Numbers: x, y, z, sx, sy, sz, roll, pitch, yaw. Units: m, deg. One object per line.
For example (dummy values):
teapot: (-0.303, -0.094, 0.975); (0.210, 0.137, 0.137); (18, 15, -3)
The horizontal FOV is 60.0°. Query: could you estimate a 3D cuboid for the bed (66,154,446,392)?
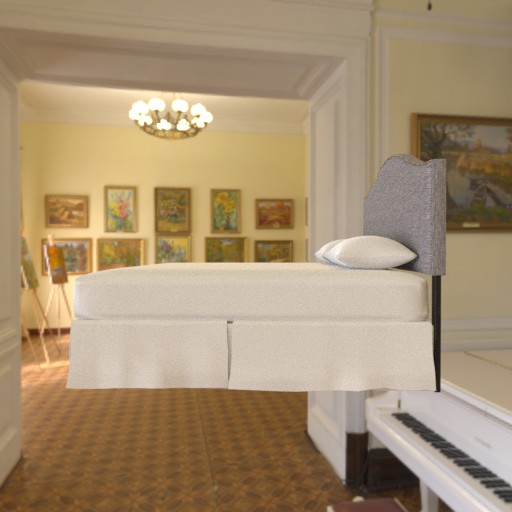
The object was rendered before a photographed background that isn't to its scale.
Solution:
bed: (0.000, 0.000, 2.927); (1.870, 1.295, 1.610); (0, 1, 2)
